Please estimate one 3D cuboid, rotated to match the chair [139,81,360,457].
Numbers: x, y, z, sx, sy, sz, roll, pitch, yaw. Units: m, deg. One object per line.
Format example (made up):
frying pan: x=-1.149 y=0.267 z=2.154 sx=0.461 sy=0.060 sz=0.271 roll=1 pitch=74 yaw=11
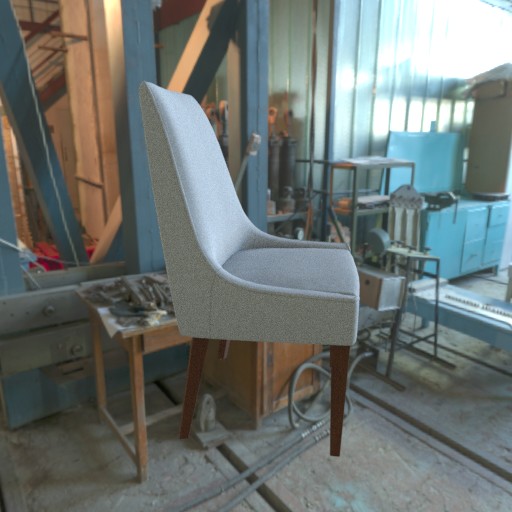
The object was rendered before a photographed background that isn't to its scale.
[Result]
chair: x=0.000 y=0.000 z=1.201 sx=0.544 sy=0.861 sz=0.529 roll=2 pitch=15 yaw=9
